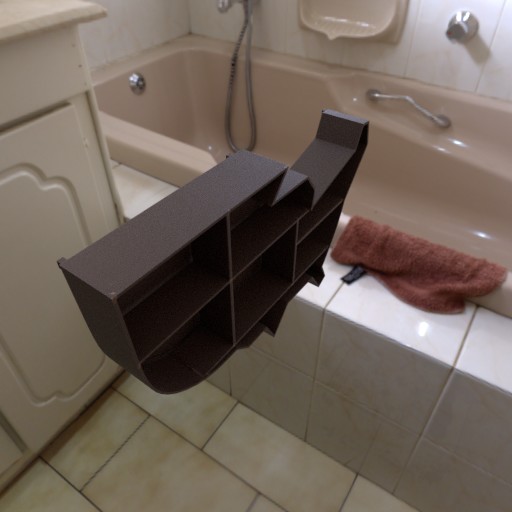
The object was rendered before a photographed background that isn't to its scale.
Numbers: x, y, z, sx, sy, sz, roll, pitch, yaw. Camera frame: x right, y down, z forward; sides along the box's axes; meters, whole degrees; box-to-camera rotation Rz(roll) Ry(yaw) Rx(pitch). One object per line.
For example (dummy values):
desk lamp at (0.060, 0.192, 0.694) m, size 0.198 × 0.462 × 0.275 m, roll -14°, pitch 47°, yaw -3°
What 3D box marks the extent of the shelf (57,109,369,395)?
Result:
shelf at (0.000, 0.000, 0.912) m, size 0.112 × 0.439 × 0.729 m, roll 26°, pitch 47°, yaw 26°
